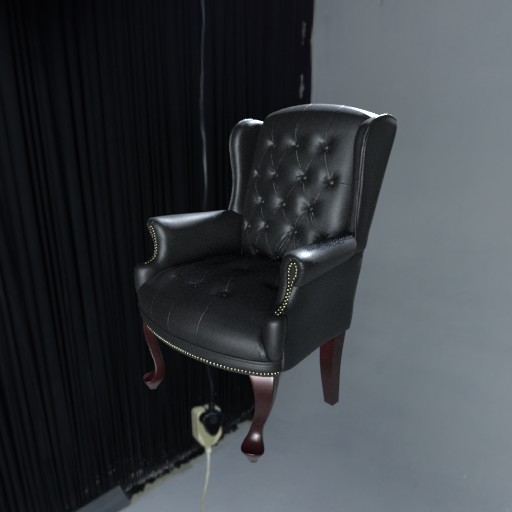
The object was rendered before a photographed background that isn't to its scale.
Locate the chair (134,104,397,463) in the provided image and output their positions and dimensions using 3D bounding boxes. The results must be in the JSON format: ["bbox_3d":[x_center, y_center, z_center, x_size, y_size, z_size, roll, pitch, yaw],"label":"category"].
[{"bbox_3d":[0.000,0.000,1.705,0.822,1.133,0.831,-15,22,-43],"label":"chair"}]
